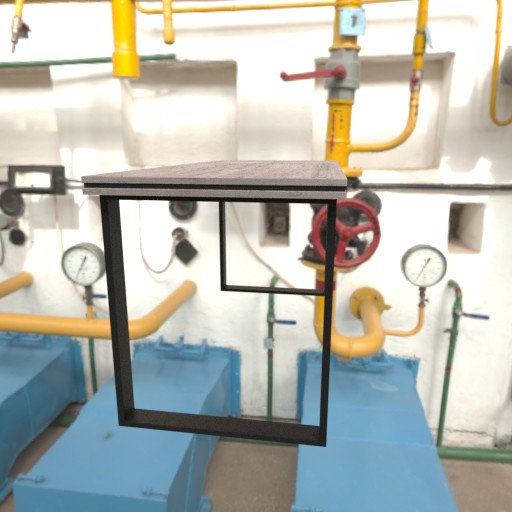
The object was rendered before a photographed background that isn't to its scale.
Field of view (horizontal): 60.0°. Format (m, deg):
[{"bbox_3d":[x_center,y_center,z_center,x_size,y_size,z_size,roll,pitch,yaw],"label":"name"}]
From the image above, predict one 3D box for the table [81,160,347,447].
[{"bbox_3d":[0.000,0.000,2.245,0.795,0.899,1.778,2,14,9],"label":"table"}]
